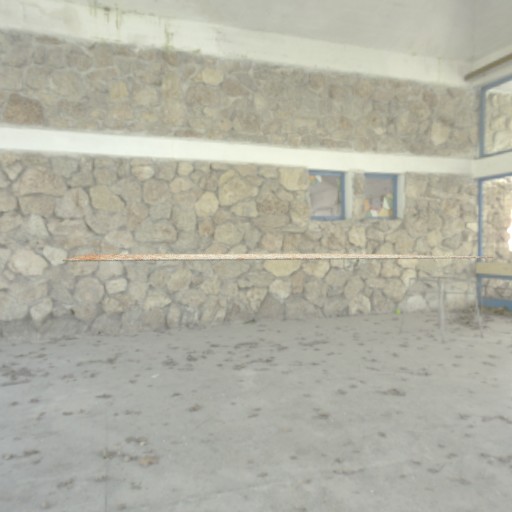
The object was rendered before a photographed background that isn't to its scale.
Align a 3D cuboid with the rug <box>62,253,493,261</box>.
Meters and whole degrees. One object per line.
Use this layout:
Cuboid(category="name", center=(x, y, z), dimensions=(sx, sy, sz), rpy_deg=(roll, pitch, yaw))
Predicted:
Cuboid(category="rug", center=(0.000, 0.000, 4.097), dimensions=(3.050, 0.011, 2.441), rpy_deg=(0, 1, -18))
